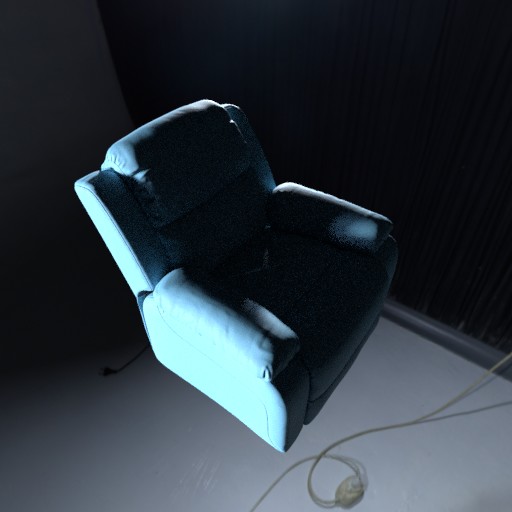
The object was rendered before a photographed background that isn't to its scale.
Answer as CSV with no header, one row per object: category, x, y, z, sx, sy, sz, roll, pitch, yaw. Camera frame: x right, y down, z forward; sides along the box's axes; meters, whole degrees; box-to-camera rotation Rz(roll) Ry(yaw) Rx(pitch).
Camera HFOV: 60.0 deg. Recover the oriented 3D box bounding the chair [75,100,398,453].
chair,0.000,0.000,1.294,0.709,0.702,0.680,26,48,26
